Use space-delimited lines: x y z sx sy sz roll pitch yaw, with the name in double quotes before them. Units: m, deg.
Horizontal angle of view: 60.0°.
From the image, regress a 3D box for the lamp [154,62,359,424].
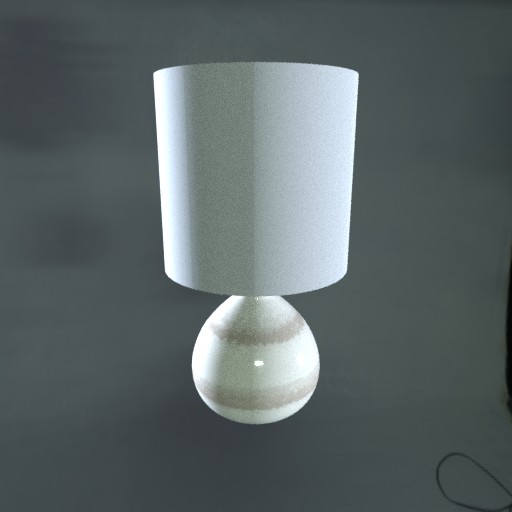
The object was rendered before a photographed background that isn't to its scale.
"lamp" 0.000 0.000 0.535 0.217 0.404 0.217 -2 16 -8
